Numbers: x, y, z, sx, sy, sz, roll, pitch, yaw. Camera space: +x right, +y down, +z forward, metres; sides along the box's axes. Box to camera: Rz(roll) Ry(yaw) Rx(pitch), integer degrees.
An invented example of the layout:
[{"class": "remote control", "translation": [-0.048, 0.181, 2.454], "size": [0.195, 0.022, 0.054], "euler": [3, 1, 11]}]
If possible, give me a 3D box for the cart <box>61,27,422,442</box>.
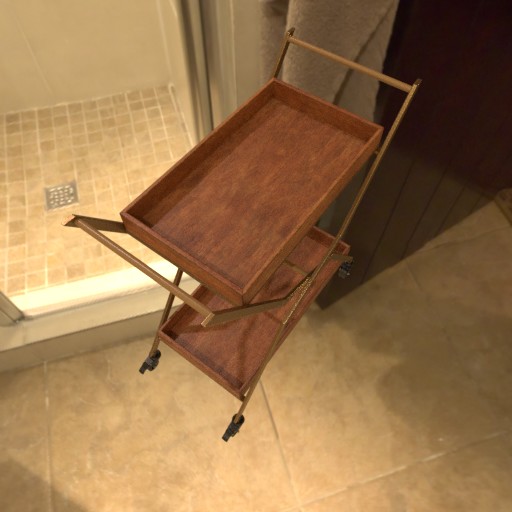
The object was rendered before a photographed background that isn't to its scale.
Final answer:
[{"class": "cart", "translation": [0.000, 0.000, 1.310], "size": [0.405, 0.869, 0.836], "euler": [32, 63, 18]}]
